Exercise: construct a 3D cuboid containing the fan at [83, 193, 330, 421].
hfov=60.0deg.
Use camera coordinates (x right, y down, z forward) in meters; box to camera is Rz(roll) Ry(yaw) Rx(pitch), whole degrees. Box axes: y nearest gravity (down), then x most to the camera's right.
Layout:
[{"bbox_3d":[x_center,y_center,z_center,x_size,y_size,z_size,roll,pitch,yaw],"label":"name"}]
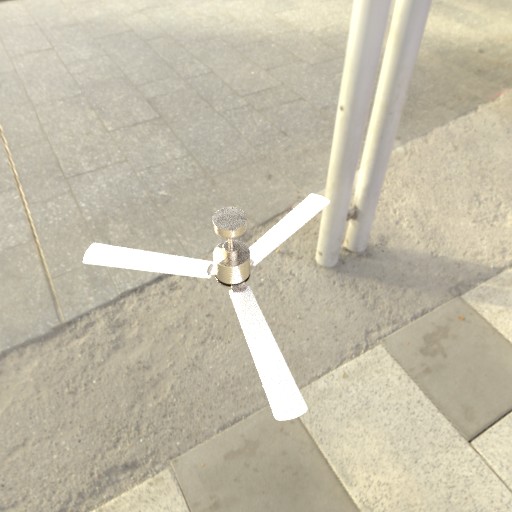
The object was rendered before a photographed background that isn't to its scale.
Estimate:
[{"bbox_3d":[0.000,0.000,2.355,1.561,0.446,1.531,-25,52,-21],"label":"fan"}]
